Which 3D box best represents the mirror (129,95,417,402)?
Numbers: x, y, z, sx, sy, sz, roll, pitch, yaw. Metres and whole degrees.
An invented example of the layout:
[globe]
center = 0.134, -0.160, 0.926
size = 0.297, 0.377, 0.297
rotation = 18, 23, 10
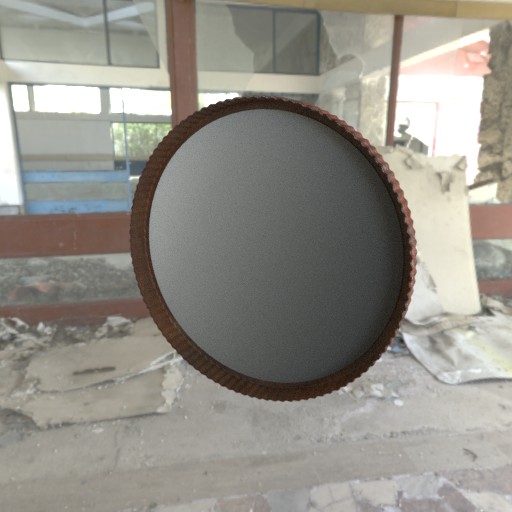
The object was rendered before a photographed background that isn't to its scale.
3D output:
[mirror]
center = 0.000, 0.000, 0.892
size = 0.609, 0.609, 0.056
rotation = 7, 15, 25
